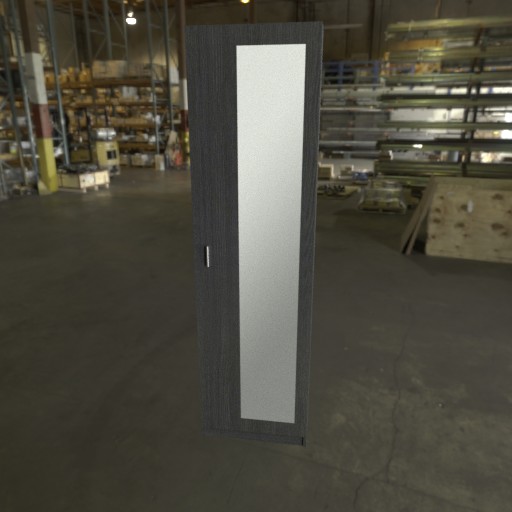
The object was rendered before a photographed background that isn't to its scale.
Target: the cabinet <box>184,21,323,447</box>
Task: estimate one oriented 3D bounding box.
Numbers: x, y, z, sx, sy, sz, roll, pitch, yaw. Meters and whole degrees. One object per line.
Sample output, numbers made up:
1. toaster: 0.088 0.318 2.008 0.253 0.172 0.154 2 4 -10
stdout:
1. cabinet: 0.000 0.000 1.931 0.500 1.790 0.230 3 17 8
